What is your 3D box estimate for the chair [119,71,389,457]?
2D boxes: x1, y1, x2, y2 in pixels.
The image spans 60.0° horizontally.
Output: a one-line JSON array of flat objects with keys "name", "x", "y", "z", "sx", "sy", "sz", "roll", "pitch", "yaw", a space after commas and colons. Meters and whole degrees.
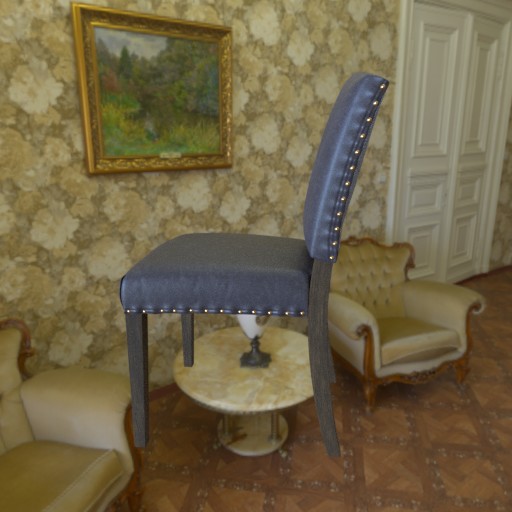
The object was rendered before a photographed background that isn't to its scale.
[{"name": "chair", "x": 0.000, "y": 0.000, "z": 1.295, "sx": 0.633, "sy": 0.991, "sz": 0.500, "roll": 2, "pitch": 15, "yaw": 8}]
